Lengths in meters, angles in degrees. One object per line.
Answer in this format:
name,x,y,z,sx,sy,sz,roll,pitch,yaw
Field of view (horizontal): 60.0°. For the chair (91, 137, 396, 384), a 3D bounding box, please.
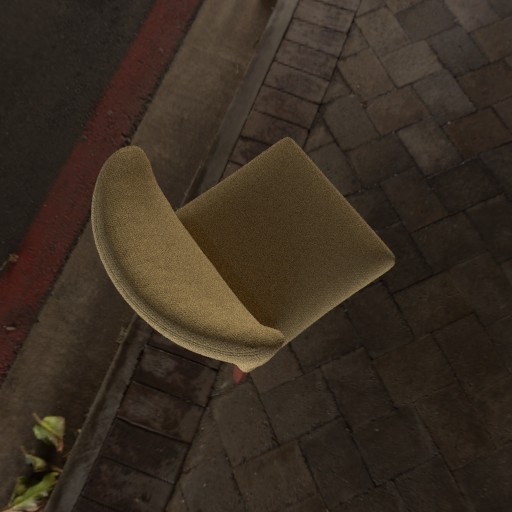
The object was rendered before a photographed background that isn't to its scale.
chair,0.000,0.000,1.182,0.589,0.839,0.491,-36,76,-10
